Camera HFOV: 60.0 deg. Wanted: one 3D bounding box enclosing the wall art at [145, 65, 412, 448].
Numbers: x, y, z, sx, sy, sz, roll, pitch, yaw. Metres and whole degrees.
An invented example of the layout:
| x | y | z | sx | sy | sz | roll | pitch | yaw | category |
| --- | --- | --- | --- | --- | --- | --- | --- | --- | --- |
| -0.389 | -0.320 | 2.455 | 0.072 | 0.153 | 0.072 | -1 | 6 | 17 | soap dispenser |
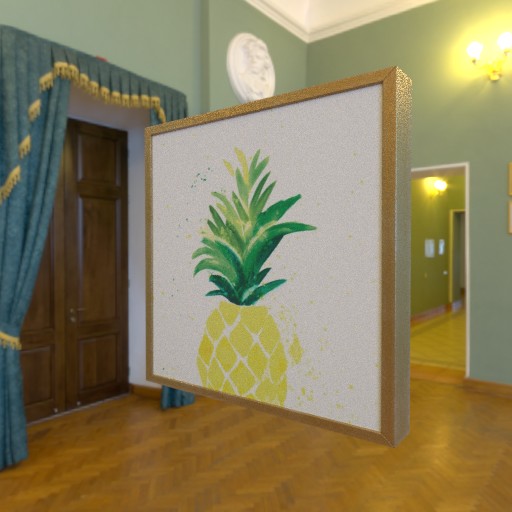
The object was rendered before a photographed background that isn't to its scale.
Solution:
| x | y | z | sx | sy | sz | roll | pitch | yaw | category |
| --- | --- | --- | --- | --- | --- | --- | --- | --- | --- |
| 0.000 | 0.000 | 0.459 | 0.306 | 0.305 | 0.038 | 1 | 1 | 37 | wall art |
